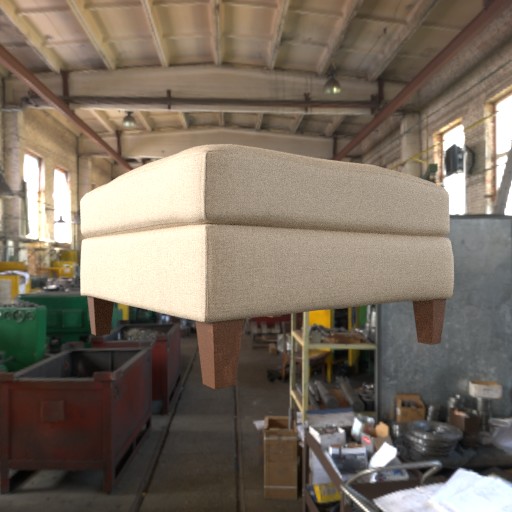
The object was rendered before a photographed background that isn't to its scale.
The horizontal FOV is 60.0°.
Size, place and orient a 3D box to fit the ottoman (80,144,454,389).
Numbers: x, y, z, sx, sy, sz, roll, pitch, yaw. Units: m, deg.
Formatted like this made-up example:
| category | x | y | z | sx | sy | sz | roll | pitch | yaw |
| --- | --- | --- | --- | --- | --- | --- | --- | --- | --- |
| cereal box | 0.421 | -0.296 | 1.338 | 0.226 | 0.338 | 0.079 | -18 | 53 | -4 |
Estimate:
| category | x | y | z | sx | sy | sz | roll | pitch | yaw |
| --- | --- | --- | --- | --- | --- | --- | --- | --- | --- |
| ottoman | 0.000 | 0.000 | 1.356 | 0.838 | 0.503 | 0.838 | 0 | 0 | -37 |
